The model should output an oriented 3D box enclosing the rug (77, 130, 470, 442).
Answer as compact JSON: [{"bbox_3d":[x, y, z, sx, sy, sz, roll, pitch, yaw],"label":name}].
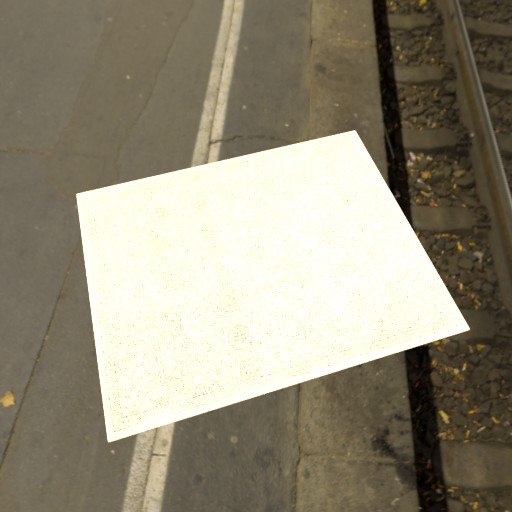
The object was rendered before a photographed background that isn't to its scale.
[{"bbox_3d":[0.000,0.000,4.117,3.050,0.015,2.441,-15,61,-8],"label":"rug"}]
